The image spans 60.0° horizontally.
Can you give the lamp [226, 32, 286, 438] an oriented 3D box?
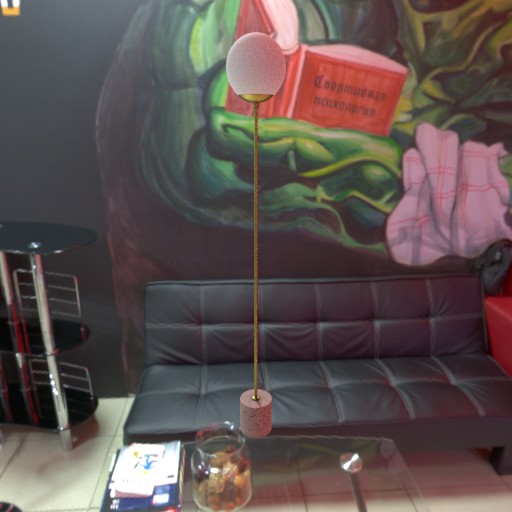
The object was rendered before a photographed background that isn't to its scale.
[{"bbox_3d":[0.000,0.000,1.914,0.229,1.748,0.229,9,19,27],"label":"lamp"}]
